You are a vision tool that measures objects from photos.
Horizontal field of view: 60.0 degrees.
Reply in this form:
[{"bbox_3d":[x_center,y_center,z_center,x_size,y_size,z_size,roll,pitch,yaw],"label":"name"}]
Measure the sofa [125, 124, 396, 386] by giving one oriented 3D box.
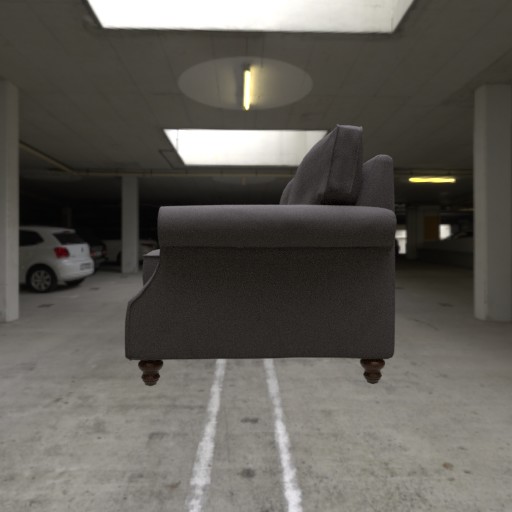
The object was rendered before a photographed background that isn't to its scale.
[{"bbox_3d":[0.000,0.000,2.286,0.964,0.937,1.665,0,0,-2],"label":"sofa"}]
